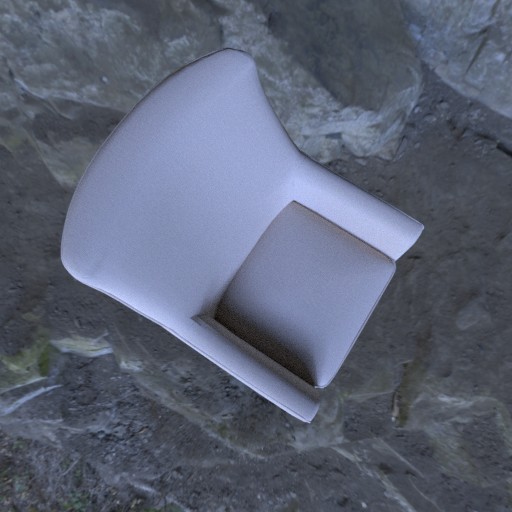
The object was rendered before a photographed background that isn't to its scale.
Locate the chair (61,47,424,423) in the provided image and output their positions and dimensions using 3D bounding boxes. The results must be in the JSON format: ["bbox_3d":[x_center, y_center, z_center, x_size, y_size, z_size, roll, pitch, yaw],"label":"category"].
[{"bbox_3d":[0.000,0.000,1.526,0.879,0.916,0.756,32,78,8],"label":"chair"}]
